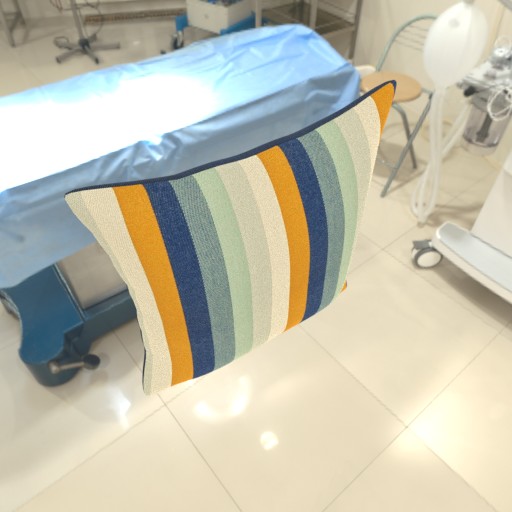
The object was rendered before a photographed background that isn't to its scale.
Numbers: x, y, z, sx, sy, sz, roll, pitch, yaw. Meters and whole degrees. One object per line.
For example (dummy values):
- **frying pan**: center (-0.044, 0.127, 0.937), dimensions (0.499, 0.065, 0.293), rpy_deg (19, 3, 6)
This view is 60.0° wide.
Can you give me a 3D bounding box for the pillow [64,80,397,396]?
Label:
- **pillow**: center (0.000, 0.000, 0.699), dimensions (0.463, 0.454, 0.173), rpy_deg (-25, 52, -21)
